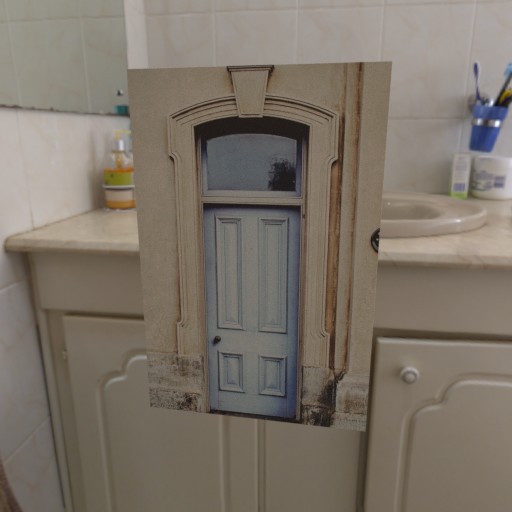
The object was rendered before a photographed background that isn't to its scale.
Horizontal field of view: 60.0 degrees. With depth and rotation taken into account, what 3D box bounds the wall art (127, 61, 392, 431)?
[{"bbox_3d":[0.000,0.000,0.484,0.254,0.381,0.038,3,15,10],"label":"wall art"}]
